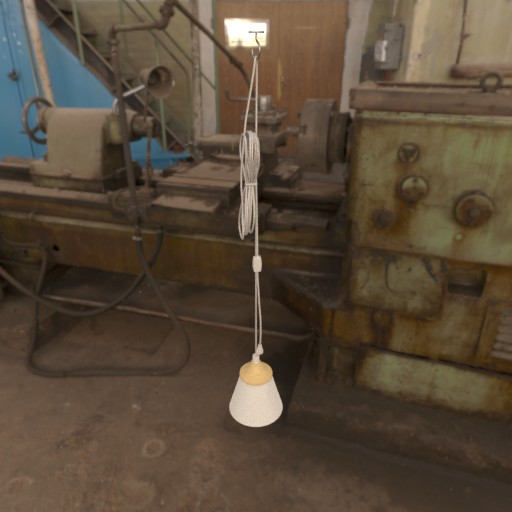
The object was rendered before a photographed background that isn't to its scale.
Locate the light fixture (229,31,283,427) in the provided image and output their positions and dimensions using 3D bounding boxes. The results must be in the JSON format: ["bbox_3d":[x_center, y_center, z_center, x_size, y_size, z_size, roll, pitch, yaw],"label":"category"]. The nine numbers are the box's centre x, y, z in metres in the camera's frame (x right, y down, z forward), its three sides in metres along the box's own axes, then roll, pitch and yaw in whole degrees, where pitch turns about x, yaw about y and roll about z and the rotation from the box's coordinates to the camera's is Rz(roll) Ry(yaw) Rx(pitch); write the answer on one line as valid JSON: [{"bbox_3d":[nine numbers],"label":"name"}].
[{"bbox_3d":[0.000,0.000,1.067,0.153,0.966,0.153,0,26,0],"label":"light fixture"}]
